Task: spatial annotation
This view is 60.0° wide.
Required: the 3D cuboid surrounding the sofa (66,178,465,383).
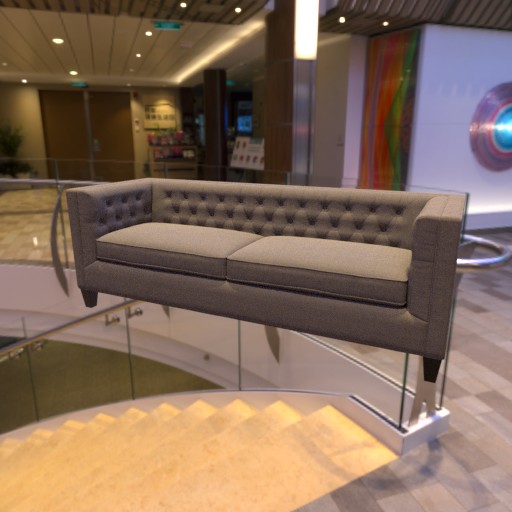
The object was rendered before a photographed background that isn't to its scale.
[{"bbox_3d":[0.000,0.000,2.621,2.159,0.762,0.775,7,17,24],"label":"sofa"}]
